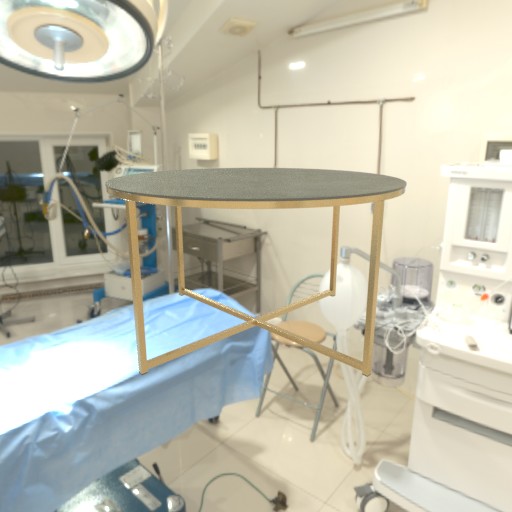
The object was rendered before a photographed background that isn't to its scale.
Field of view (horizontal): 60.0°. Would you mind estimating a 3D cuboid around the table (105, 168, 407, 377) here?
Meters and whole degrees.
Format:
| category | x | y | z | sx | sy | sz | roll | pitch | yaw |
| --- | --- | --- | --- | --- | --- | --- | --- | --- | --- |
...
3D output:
| category | x | y | z | sx | sy | sz | roll | pitch | yaw |
| --- | --- | --- | --- | --- | --- | --- | --- | --- | --- |
| table | 0.000 | 0.000 | 1.299 | 0.800 | 0.450 | 0.800 | 0 | 15 | 0 |
